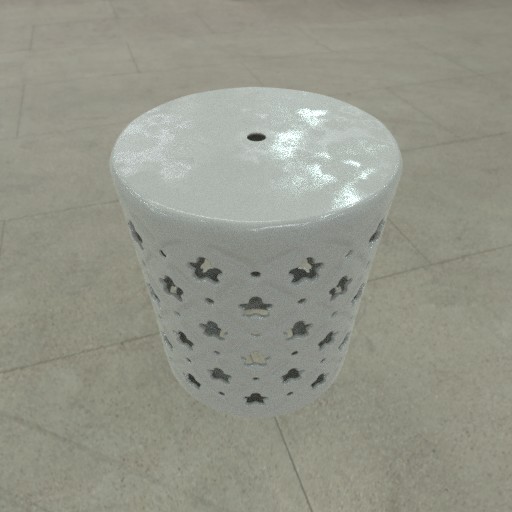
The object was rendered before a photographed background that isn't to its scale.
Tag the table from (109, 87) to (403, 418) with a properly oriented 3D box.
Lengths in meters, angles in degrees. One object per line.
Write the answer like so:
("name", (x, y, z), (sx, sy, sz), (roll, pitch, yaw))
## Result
("table", (0.000, 0.000, 0.665), (0.352, 0.387, 0.352), (0, 41, 0))
